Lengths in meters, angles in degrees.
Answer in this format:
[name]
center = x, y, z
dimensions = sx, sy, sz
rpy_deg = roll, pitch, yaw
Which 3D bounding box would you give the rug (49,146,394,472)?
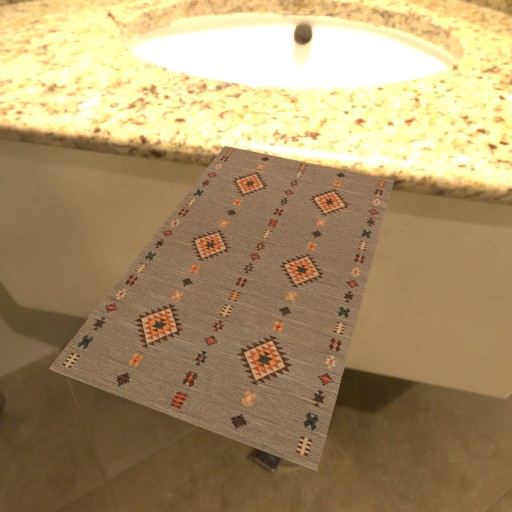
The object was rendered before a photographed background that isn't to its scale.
[rug]
center = 0.000, 0.000, 3.035
dimensions = 1.515, 0.007, 2.427
rpy_deg = 15, 47, 14
